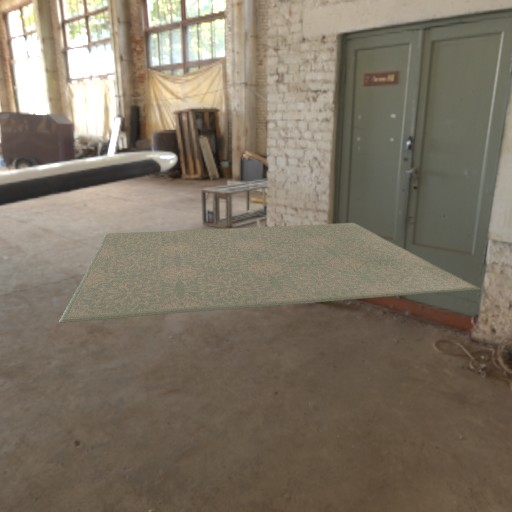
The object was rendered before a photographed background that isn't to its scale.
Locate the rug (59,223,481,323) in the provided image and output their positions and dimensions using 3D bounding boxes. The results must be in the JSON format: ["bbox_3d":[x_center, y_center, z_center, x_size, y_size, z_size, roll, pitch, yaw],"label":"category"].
[{"bbox_3d":[0.000,0.000,4.159,2.980,0.012,2.363,-3,17,-11],"label":"rug"}]
